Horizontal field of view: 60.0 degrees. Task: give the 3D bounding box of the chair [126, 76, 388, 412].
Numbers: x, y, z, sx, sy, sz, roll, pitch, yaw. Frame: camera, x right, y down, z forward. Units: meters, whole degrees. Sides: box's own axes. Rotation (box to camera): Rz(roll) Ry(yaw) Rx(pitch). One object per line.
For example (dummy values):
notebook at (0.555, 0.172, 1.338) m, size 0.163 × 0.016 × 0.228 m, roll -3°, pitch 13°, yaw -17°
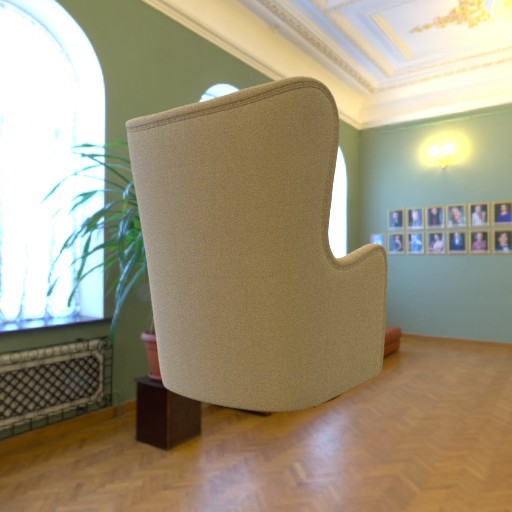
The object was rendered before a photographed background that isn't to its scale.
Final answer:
chair at (0.000, 0.000, 1.785) m, size 0.831 × 1.079 × 0.929 m, roll -1°, pitch -1°, yaw 34°
